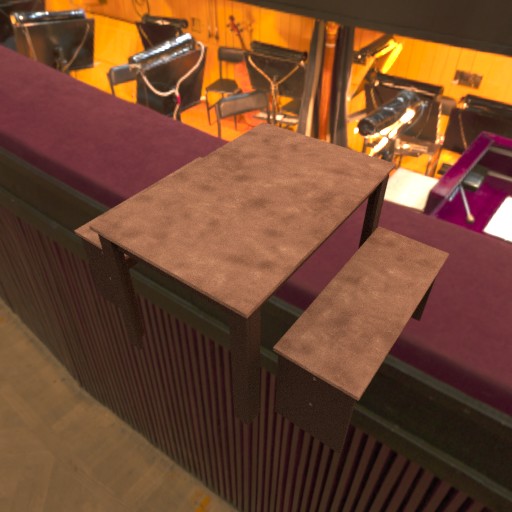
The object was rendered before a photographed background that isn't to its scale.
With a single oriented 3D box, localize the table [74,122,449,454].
[{"bbox_3d":[0.000,0.000,2.034,1.443,0.700,1.100,26,47,27],"label":"table"}]
